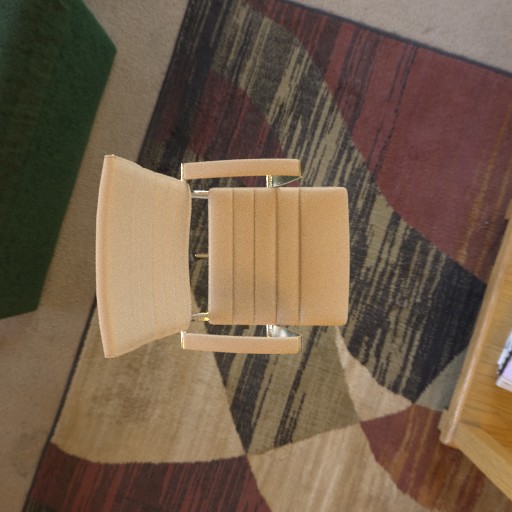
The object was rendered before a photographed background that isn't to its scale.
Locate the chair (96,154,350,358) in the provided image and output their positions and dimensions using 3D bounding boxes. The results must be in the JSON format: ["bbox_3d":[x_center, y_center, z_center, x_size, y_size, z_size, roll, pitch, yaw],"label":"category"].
[{"bbox_3d":[0.000,0.000,1.503,0.667,1.149,0.679,0,90,1],"label":"chair"}]
